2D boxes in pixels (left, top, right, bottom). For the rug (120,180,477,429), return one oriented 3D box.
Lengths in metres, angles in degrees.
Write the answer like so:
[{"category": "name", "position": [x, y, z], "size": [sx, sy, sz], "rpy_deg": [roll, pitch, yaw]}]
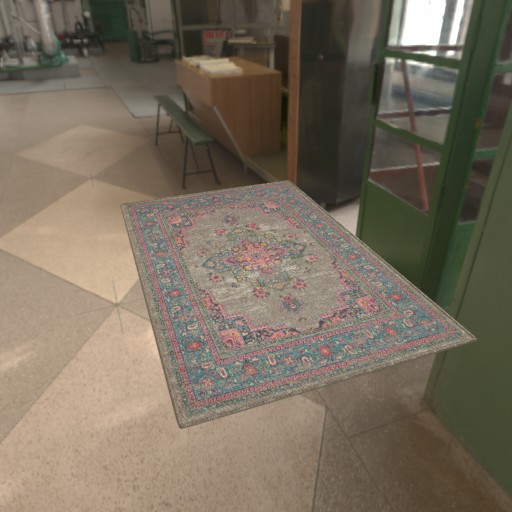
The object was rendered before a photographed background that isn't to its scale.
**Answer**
[{"category": "rug", "position": [0.000, 0.000, 2.207], "size": [1.144, 0.014, 1.748], "rpy_deg": [-11, 33, -17]}]
